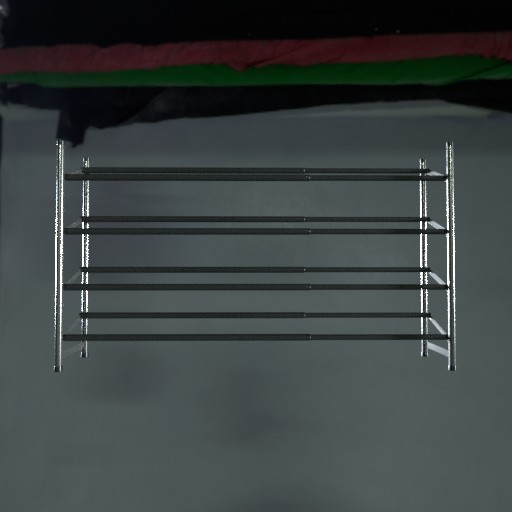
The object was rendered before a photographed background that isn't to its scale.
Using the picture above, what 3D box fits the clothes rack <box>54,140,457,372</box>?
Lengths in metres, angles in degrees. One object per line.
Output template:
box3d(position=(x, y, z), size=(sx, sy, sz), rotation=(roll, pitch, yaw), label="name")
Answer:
box3d(position=(0.000, 0.000, 1.399), size=(1.168, 0.672, 0.229), rotation=(0, -1, -1), label="clothes rack")
